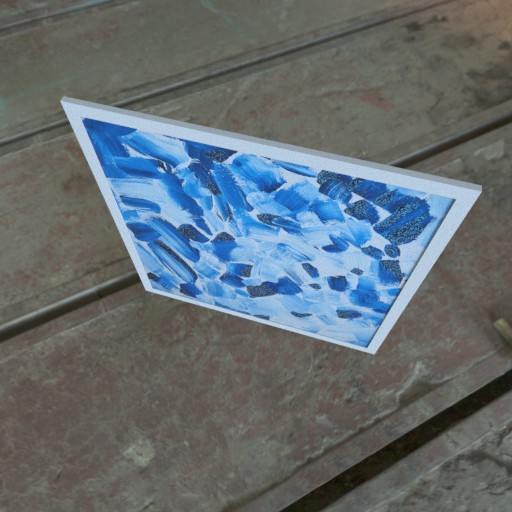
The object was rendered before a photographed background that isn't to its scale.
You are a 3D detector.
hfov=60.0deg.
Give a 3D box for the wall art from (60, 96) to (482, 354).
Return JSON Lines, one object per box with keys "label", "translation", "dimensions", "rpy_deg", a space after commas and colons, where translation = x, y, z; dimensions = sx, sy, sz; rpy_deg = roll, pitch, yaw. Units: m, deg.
{"label": "wall art", "translation": [0.000, 0.000, 1.169], "dimensions": [0.812, 0.812, 0.015], "rpy_deg": [14, 59, 9]}
